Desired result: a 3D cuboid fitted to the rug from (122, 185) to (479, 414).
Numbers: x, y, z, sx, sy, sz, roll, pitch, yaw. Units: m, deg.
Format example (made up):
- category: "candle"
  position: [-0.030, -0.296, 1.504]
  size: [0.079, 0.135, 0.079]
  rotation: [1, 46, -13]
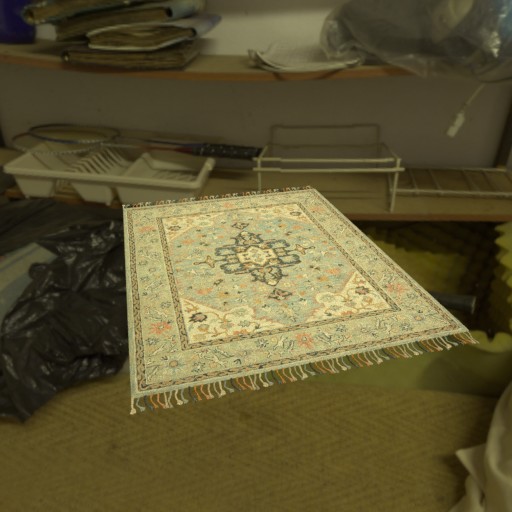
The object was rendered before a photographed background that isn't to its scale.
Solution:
- category: "rug"
  position: [0.000, 0.000, 3.436]
  size: [1.971, 0.010, 2.651]
  rotation: [-8, 30, -13]
